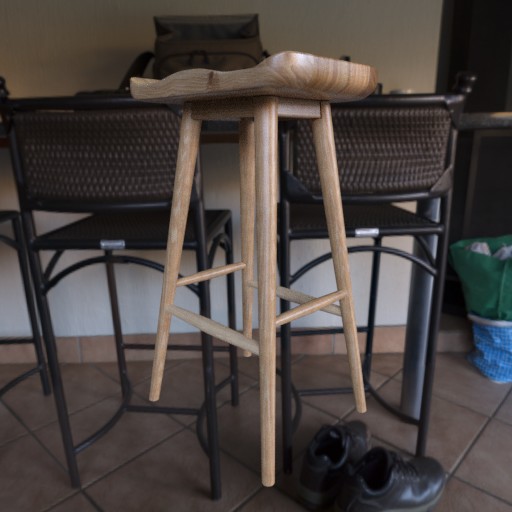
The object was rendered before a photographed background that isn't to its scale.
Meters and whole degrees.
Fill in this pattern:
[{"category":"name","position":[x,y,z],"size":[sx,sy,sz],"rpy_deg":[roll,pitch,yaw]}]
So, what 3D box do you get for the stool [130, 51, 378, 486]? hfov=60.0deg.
[{"category":"stool","position":[0.000,0.000,0.912],"size":[0.407,0.698,0.322],"rpy_deg":[15,21,43]}]
